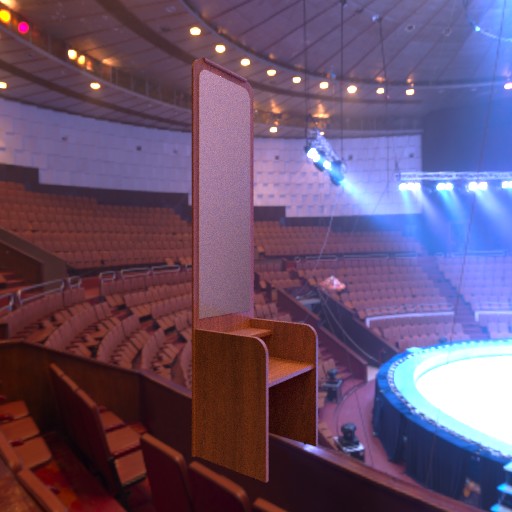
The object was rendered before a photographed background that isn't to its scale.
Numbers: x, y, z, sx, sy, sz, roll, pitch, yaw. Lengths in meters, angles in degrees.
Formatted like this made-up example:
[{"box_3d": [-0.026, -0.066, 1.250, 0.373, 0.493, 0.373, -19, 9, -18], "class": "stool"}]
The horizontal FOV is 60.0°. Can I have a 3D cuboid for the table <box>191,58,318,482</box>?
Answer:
[{"box_3d": [0.000, 0.000, 2.069, 0.420, 1.830, 0.450, 0, 1, 37], "class": "table"}]
